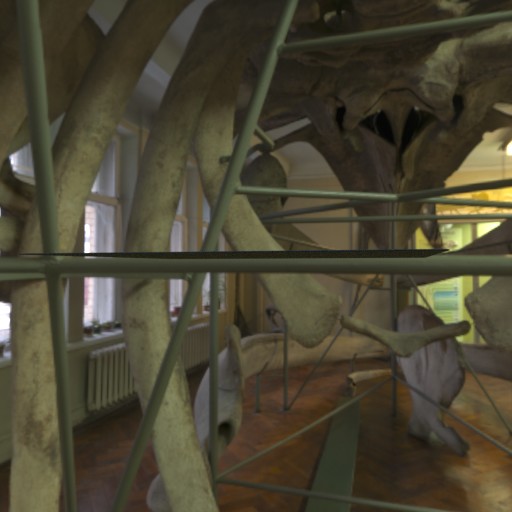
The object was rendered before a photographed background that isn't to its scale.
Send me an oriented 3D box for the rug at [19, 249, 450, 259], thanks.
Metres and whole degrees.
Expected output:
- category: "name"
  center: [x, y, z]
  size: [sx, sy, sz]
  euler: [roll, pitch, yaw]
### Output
- category: "rug"
  center: [0.000, 0.000, 4.081]
  size: [3.048, 0.010, 2.438]
  euler: [0, -1, 18]
